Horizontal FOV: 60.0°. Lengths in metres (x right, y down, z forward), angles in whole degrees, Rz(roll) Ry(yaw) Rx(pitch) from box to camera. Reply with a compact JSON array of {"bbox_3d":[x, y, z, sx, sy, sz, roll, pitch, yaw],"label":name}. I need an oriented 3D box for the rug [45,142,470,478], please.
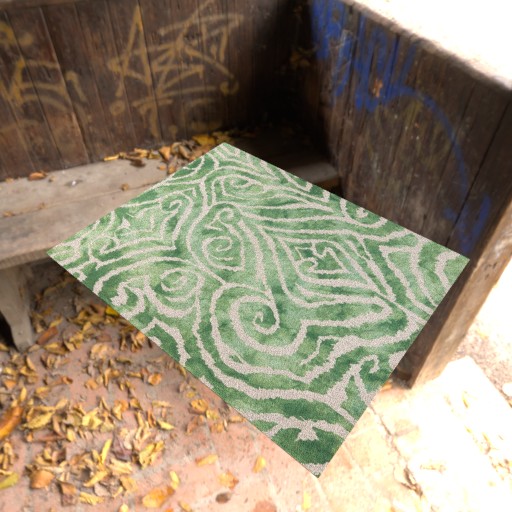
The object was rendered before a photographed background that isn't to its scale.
[{"bbox_3d":[0.000,0.000,4.071,3.045,0.007,2.436,31,54,26],"label":"rug"}]
